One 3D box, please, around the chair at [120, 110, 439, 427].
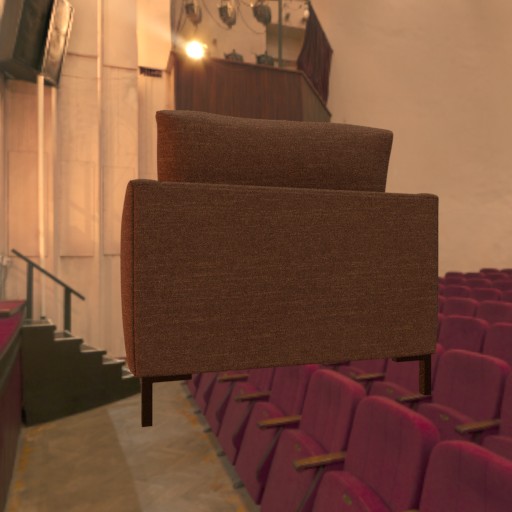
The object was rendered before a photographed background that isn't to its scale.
[{"bbox_3d":[0.000,0.000,1.604,0.940,0.841,0.845,0,0,-18],"label":"chair"}]
